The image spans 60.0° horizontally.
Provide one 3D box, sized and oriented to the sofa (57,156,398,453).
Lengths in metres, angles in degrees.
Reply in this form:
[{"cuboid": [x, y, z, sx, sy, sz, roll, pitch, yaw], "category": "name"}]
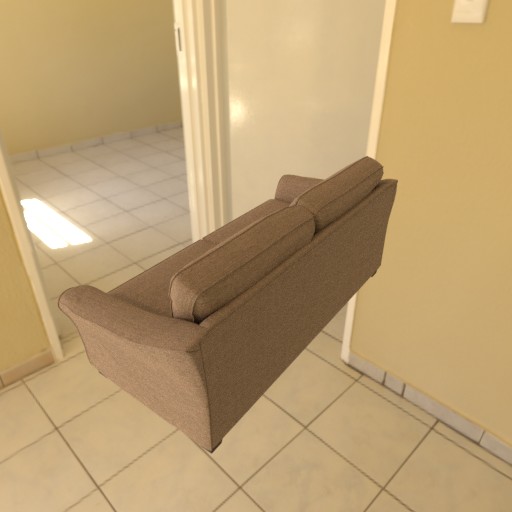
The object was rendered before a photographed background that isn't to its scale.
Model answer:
[{"cuboid": [0.000, 0.000, 2.857, 0.980, 0.965, 2.270, 20, 36, 30], "category": "sofa"}]
